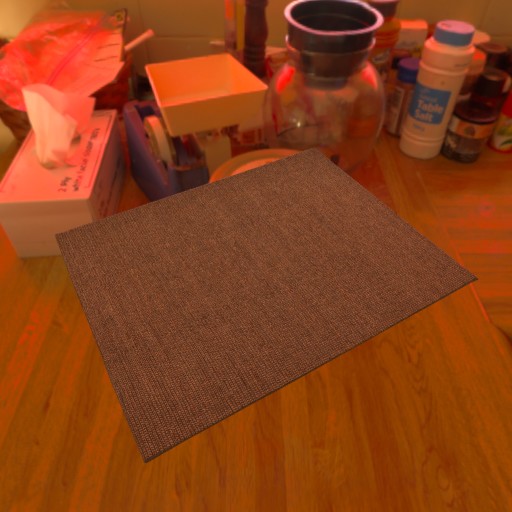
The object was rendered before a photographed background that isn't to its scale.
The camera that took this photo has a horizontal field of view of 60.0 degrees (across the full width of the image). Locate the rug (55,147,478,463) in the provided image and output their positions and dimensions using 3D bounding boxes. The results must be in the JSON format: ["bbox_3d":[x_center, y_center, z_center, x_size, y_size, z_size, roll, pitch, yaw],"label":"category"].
[{"bbox_3d":[0.000,0.000,4.055,3.068,0.021,2.456,-23,50,-21],"label":"rug"}]
